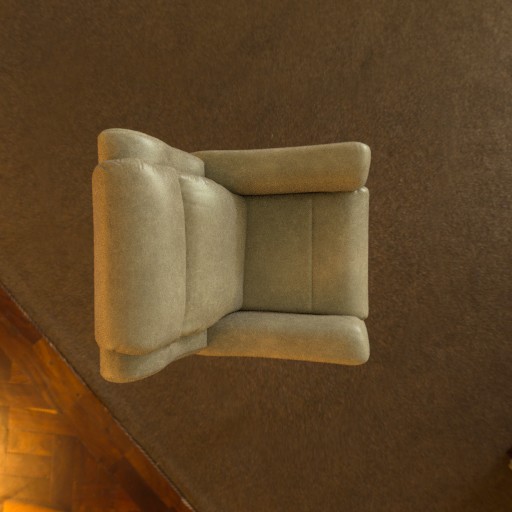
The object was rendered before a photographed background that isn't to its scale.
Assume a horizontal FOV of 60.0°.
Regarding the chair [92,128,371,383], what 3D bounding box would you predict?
[{"bbox_3d":[0.000,0.000,1.936,1.068,1.116,0.967,0,91,2],"label":"chair"}]
